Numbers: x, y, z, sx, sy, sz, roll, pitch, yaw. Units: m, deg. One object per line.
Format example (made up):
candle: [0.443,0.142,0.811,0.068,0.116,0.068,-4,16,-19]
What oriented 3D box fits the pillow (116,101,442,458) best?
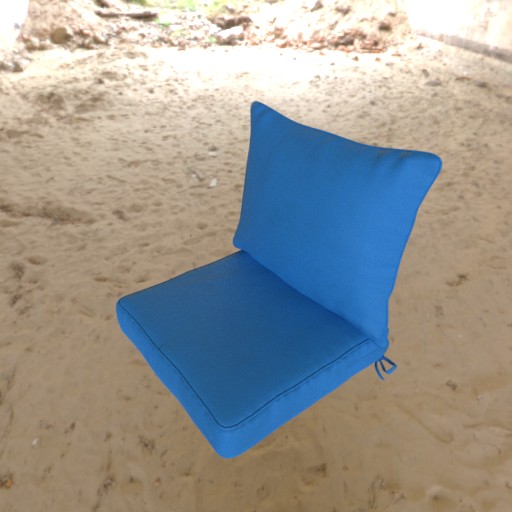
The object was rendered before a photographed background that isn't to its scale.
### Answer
pillow: [0.000,0.000,1.372,0.733,0.725,0.798,-23,39,-31]
